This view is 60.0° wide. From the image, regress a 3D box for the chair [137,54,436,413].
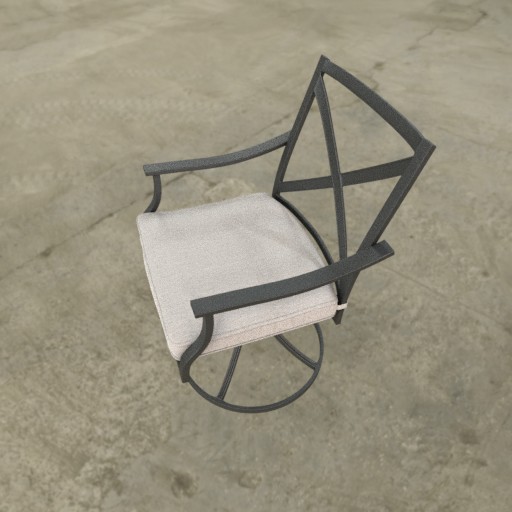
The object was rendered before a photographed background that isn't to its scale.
[{"bbox_3d":[0.000,0.000,1.285,0.620,0.889,0.575,-15,47,-14],"label":"chair"}]
